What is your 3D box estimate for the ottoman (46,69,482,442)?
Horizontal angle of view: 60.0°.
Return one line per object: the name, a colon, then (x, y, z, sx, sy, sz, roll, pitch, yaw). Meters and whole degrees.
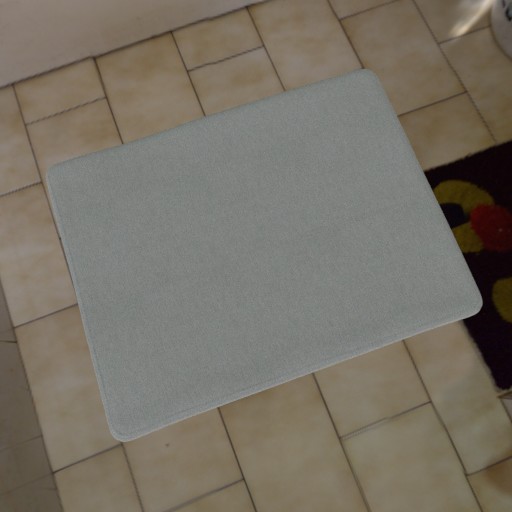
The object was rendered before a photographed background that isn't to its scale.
ottoman: (0.000, 0.000, 1.182, 0.833, 0.461, 0.648, -19, 77, -5)
